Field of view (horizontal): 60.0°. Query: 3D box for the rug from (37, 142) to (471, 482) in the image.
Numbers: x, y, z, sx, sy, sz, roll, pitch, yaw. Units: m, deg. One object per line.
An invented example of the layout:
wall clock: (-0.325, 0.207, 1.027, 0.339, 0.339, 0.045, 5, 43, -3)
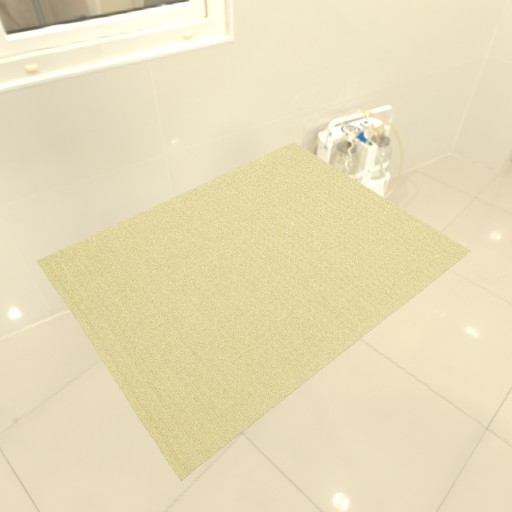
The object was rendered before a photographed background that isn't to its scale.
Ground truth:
rug: (0.000, 0.000, 4.112, 3.204, 0.016, 2.452, -30, 53, -26)
